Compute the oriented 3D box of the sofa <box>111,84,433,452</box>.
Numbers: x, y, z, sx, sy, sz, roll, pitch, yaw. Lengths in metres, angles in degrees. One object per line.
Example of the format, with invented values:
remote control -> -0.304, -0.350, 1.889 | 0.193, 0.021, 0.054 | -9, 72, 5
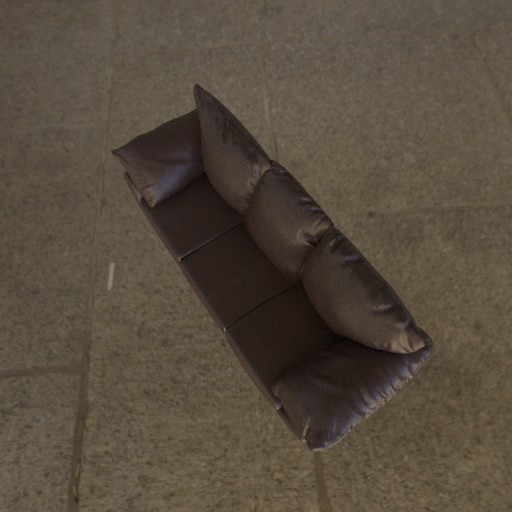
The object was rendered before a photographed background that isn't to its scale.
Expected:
sofa -> 0.000, 0.000, 2.941 | 0.907, 1.091, 2.390 | -31, 67, -15
